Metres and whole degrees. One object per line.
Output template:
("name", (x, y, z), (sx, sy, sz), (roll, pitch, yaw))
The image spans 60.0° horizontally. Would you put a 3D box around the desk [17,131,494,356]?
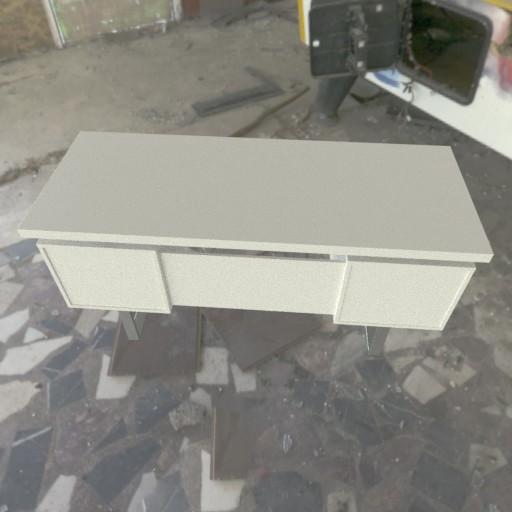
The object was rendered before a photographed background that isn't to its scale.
("desk", (0.000, 0.000, 1.900), (1.530, 0.773, 0.603), (3, 47, 3))
